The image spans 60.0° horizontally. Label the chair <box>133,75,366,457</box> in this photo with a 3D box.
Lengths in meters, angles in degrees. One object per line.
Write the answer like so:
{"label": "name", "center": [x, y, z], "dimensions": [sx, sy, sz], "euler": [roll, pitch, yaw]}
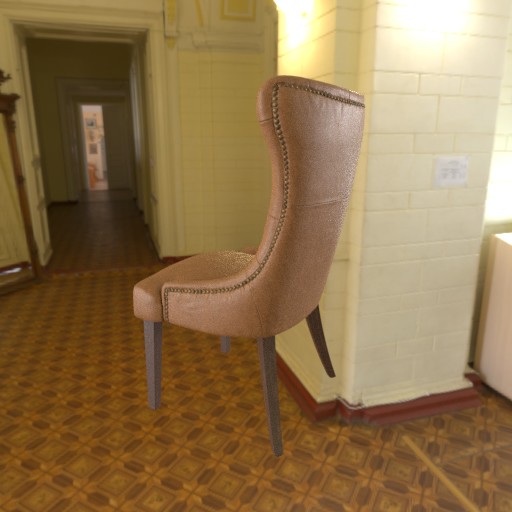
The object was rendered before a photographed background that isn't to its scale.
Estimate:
{"label": "chair", "center": [0.000, 0.000, 1.511], "dimensions": [0.669, 1.065, 0.611], "euler": [8, 16, 27]}
